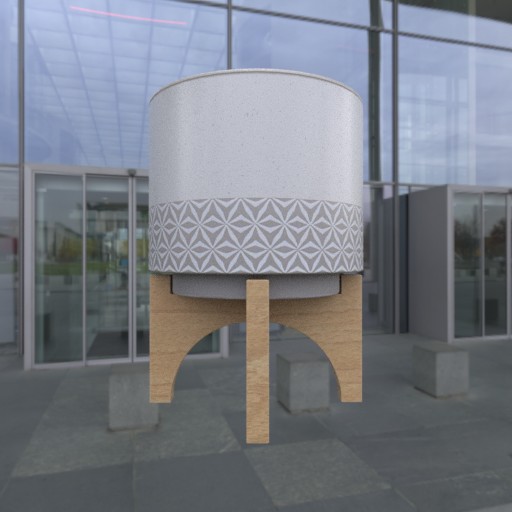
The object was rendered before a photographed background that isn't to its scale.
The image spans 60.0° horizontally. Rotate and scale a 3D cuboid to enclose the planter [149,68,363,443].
[{"bbox_3d":[0.000,0.000,0.528,0.249,0.343,0.249,0,0,0],"label":"planter"}]
